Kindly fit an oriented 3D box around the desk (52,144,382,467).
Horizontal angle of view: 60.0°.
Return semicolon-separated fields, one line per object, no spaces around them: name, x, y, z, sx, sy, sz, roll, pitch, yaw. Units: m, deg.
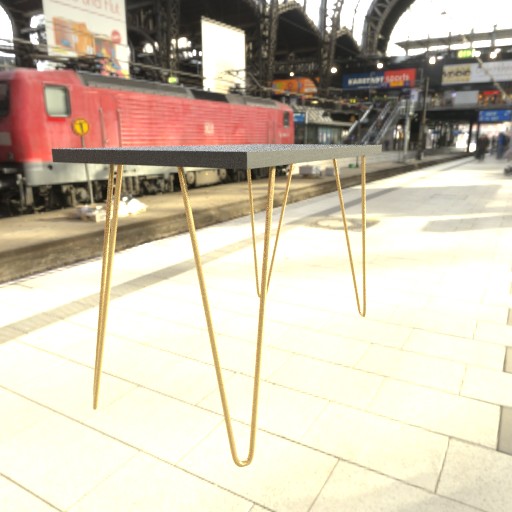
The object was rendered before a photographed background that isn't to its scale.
desk;0.000;0.000;1.376;0.499;0.660;0.991;8;17;27
